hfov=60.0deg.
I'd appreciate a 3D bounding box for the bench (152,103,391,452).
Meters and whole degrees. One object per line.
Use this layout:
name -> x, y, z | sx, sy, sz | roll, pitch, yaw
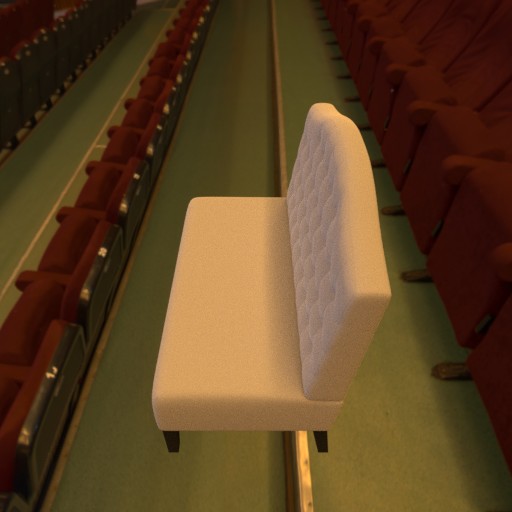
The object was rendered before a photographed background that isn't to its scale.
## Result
bench -> 0.000, 0.000, 2.050 | 0.815, 1.180, 1.335 | 0, 42, 0
